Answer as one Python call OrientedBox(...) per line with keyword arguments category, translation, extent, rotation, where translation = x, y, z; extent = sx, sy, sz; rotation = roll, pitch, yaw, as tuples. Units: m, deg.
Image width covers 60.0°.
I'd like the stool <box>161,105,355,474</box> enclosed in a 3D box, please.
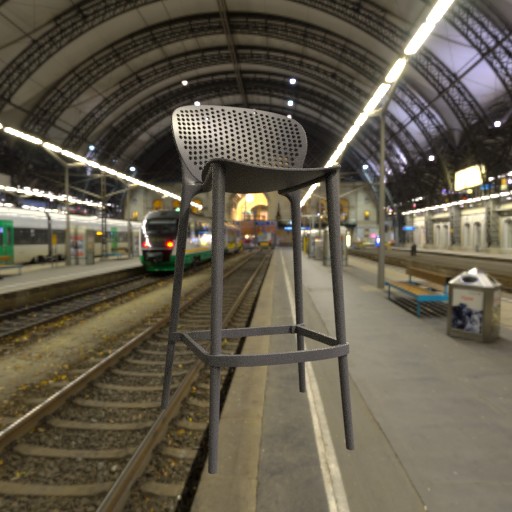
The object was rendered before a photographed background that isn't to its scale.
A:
OrientedBox(category="stool", translation=(0.000, 0.000, 1.358), extent=(0.536, 1.045, 0.535), rotation=(-1, 2, -18))
